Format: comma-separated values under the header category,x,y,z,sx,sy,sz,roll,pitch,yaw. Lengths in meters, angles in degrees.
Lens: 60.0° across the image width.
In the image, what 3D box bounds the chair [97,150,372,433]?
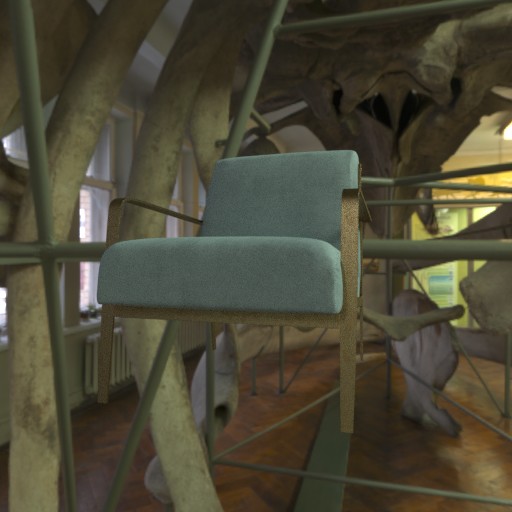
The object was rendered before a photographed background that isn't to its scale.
category,x,y,z,sx,sy,sz,roll,pitch,yaw
chair,0.000,0.000,1.452,0.701,0.824,0.842,0,1,17
